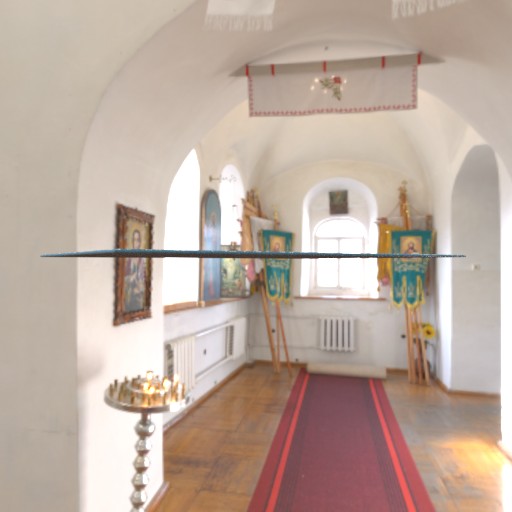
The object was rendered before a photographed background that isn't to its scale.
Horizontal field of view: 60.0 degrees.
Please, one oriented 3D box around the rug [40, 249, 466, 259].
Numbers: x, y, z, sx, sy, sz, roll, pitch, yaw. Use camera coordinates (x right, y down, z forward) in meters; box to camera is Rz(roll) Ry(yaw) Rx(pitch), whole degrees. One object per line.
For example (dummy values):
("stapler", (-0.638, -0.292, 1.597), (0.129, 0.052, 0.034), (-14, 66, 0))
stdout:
("rug", (0.000, 0.000, 3.424), (2.746, 0.018, 1.816), (1, -1, -35))
